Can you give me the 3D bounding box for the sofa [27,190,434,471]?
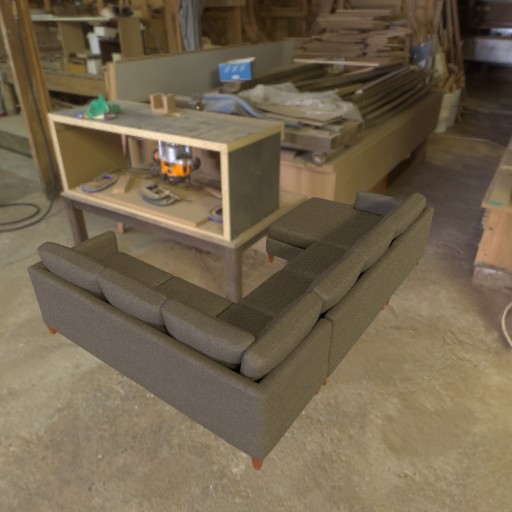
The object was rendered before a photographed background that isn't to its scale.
[{"bbox_3d":[0.000,0.000,4.605,2.594,0.961,3.460,20,36,30],"label":"sofa"}]
